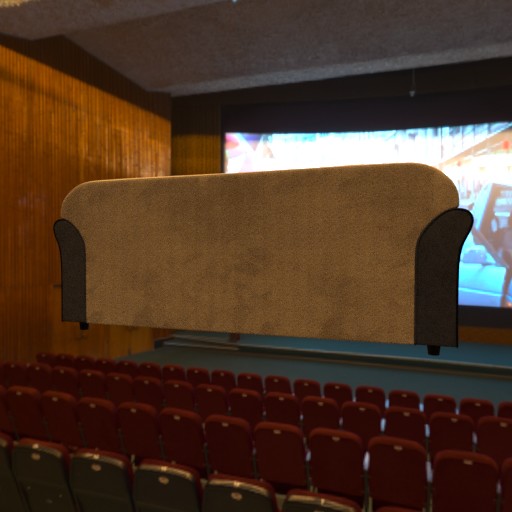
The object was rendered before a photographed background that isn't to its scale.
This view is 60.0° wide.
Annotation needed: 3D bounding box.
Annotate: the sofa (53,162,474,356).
[{"bbox_3d":[0.000,0.000,2.362,2.006,0.789,0.749,0,1,19],"label":"sofa"}]
